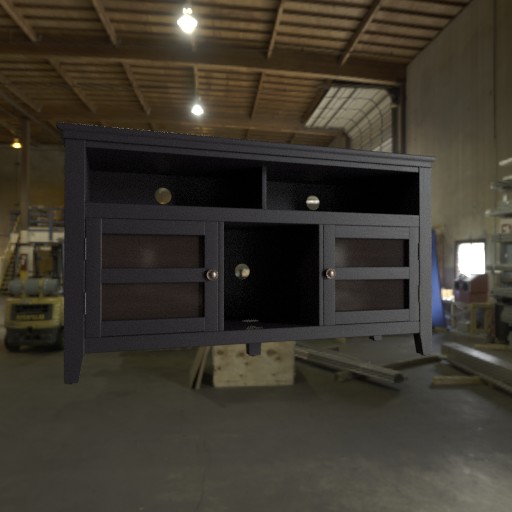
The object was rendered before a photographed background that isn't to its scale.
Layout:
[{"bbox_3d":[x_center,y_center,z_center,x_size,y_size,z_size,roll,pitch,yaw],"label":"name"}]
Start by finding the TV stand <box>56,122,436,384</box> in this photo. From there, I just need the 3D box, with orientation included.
[{"bbox_3d":[0.000,0.000,1.487,1.198,0.681,0.347,0,-1,-18],"label":"TV stand"}]
